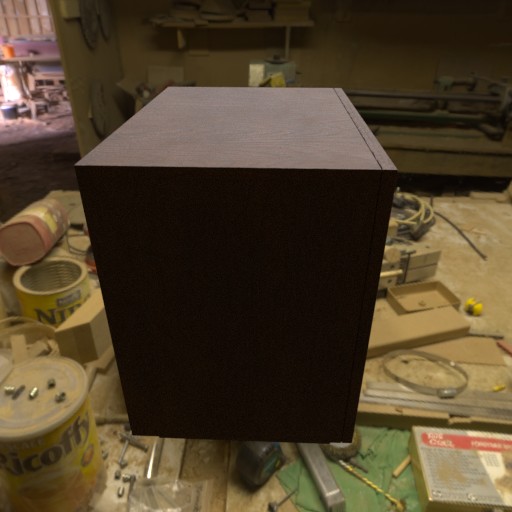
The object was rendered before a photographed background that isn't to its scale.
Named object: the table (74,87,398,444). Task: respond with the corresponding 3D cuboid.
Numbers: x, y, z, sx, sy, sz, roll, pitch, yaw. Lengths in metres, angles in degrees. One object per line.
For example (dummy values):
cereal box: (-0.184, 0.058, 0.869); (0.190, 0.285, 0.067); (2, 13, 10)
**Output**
table: (0.000, 0.000, 0.941); (0.439, 0.585, 0.560); (1, 30, 2)
